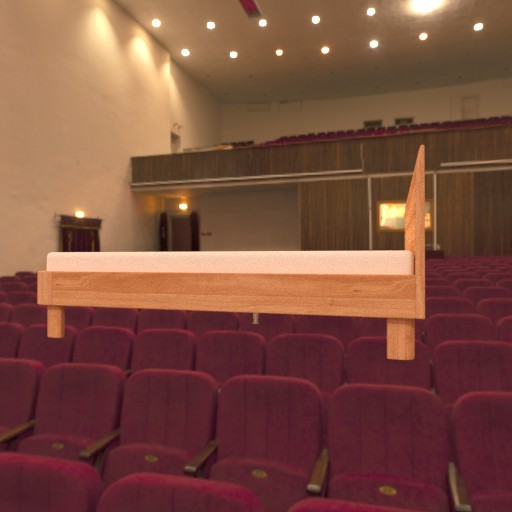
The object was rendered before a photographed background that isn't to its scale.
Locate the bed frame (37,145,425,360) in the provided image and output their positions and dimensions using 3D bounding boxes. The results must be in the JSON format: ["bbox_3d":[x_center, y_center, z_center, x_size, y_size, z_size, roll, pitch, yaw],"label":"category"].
[{"bbox_3d":[0.000,0.000,3.099,2.092,0.940,1.872,0,0,17],"label":"bed frame"}]
